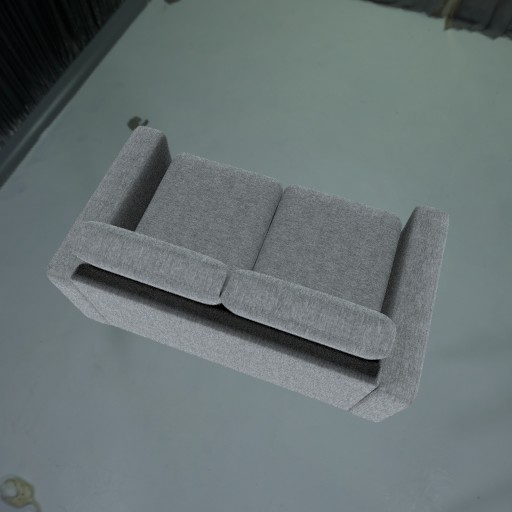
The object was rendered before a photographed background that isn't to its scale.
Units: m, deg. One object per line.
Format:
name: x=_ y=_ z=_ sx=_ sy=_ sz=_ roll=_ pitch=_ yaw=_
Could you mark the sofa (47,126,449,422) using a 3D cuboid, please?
sofa: x=0.000 y=0.000 z=1.995 sx=1.520 sy=0.800 sz=0.900 roll=18 pitch=64 yaw=9
